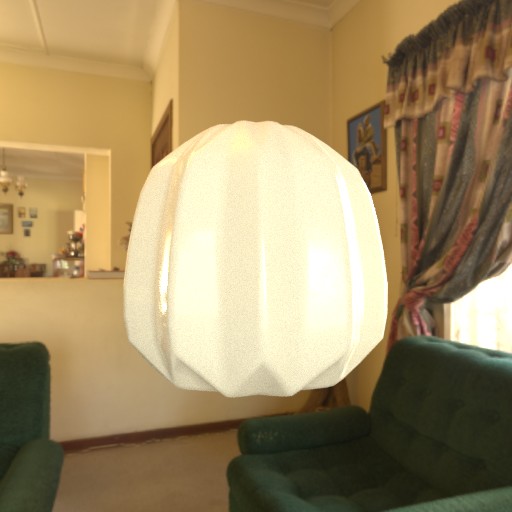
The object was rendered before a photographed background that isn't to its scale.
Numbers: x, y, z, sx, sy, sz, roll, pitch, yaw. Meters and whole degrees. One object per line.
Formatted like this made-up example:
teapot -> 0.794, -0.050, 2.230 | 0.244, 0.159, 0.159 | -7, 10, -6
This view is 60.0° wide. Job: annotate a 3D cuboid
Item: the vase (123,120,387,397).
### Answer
vase -> 0.000, 0.000, 0.242 | 0.139, 0.134, 0.139 | 0, 0, 0
